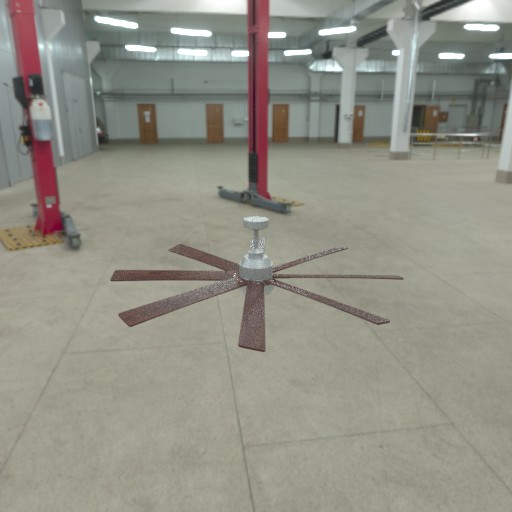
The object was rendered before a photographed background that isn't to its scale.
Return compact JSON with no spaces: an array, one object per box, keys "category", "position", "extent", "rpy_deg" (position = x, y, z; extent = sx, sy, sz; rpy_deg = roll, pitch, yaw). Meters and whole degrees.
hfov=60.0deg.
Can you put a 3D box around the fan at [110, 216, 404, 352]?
[{"category":"fan","position":[0.000,0.000,2.769],"extent":[1.830,0.472,1.830],"rpy_deg":[-16,24,-41]}]
